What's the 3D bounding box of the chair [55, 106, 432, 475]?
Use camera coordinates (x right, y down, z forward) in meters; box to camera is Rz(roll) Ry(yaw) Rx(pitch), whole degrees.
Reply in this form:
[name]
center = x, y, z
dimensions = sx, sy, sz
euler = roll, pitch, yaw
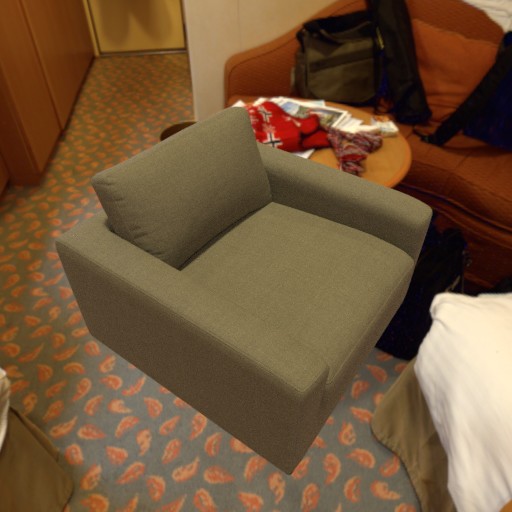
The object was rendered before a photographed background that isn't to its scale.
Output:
[chair]
center = 0.000, 0.000, 1.837
dimensions = 1.100, 0.847, 1.070
euler = 25, 47, 26
